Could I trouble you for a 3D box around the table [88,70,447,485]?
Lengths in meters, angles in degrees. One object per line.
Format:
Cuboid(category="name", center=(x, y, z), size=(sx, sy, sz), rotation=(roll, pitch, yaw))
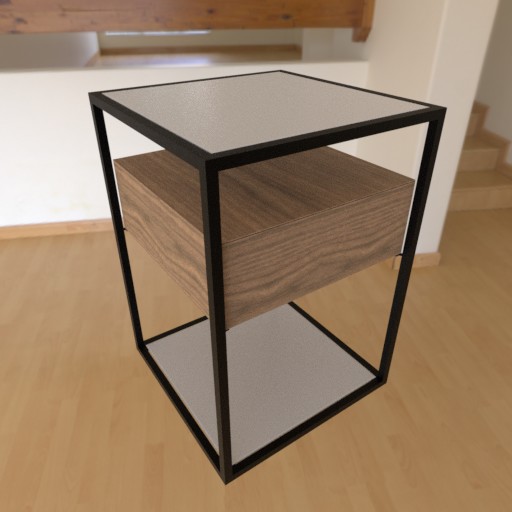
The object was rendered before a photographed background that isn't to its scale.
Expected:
Cuboid(category="table", center=(0.000, 0.000, 0.792), size=(0.378, 0.540, 0.378), rotation=(-20, 37, -29))
